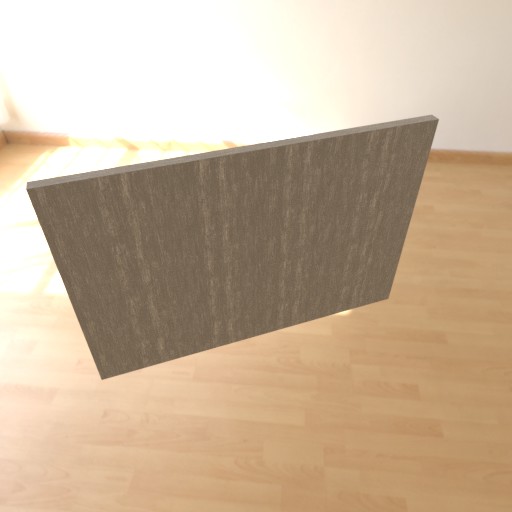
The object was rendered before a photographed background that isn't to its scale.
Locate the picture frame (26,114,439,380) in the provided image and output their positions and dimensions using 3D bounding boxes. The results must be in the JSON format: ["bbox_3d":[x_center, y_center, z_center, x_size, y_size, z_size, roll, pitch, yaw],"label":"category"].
[{"bbox_3d":[0.000,0.000,1.194,0.950,0.640,0.029,-13,43,-15],"label":"picture frame"}]
